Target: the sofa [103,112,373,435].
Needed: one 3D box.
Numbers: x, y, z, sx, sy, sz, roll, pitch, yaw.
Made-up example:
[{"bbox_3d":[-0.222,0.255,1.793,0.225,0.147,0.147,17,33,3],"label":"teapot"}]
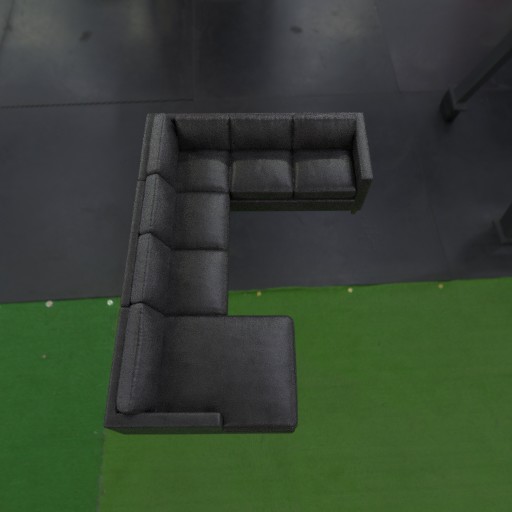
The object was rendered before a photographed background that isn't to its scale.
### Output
[{"bbox_3d":[0.000,0.000,4.510,2.452,0.891,3.324,0,63,0],"label":"sofa"}]
